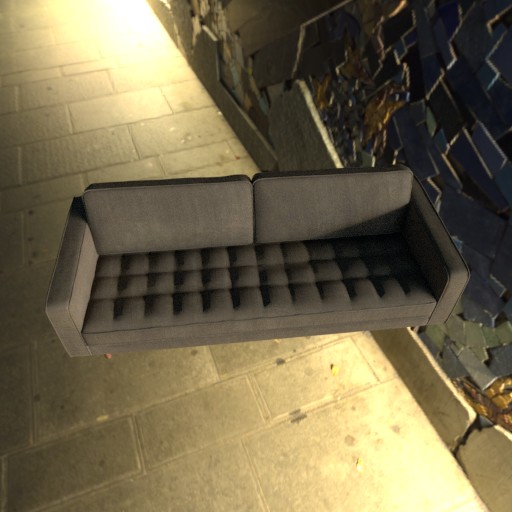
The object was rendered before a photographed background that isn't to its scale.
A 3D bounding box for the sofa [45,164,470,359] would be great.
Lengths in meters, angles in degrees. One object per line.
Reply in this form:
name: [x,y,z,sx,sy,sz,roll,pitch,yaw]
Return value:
sofa: [0.000,0.000,2.727,2.295,0.813,0.923,-4,47,-4]
